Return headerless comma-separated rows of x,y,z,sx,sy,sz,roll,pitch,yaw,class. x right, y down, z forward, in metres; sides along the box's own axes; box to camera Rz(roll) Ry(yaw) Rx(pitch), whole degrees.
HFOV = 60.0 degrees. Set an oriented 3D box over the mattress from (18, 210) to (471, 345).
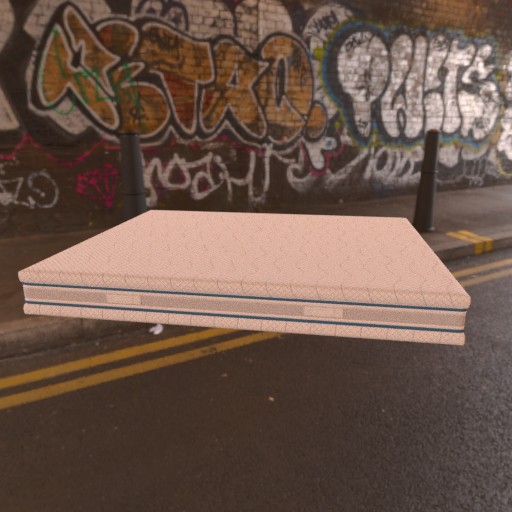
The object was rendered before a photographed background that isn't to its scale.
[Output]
0.000,0.000,2.701,2.000,0.230,1.600,3,17,9,mattress
